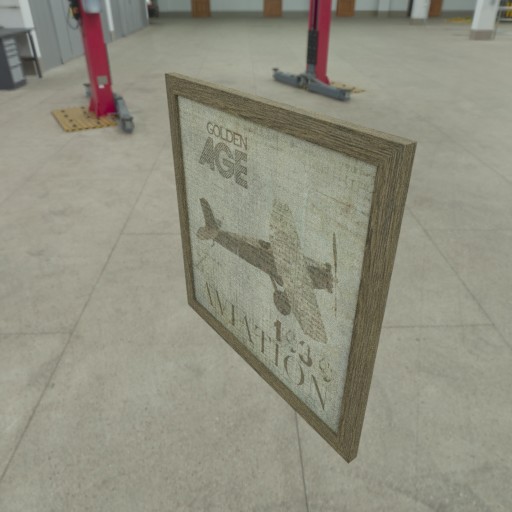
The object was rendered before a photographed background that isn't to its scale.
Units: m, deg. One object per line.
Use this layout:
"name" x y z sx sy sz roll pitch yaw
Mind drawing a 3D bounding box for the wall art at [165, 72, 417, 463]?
"wall art" 0.000 0.000 0.740 0.019 0.508 0.508 -21 37 -31
